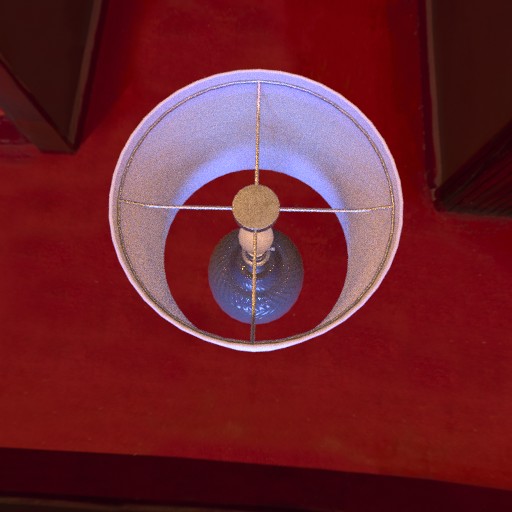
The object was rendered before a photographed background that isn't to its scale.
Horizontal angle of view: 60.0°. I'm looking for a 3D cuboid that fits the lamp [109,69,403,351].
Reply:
[{"bbox_3d":[0.000,0.000,0.489,0.207,0.366,0.207,1,77,0],"label":"lamp"}]
